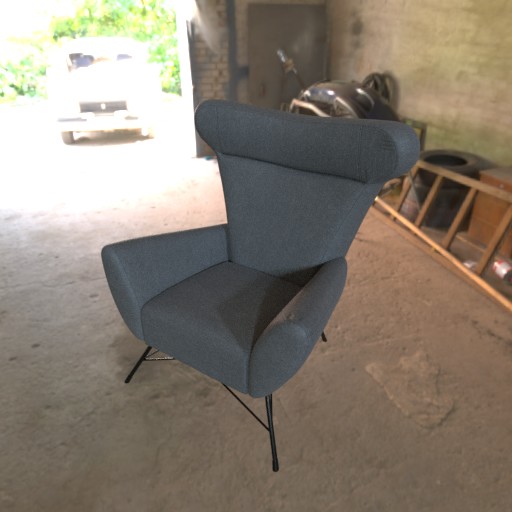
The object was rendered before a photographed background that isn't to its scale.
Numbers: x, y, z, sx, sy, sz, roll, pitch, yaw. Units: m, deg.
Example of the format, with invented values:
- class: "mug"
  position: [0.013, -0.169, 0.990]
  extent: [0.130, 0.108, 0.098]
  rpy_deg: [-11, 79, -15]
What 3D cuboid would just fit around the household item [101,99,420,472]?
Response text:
- class: "household item"
  position: [0.000, 0.000, 1.775]
  extent: [0.980, 1.050, 0.900]
  rpy_deg: [18, 34, 29]
